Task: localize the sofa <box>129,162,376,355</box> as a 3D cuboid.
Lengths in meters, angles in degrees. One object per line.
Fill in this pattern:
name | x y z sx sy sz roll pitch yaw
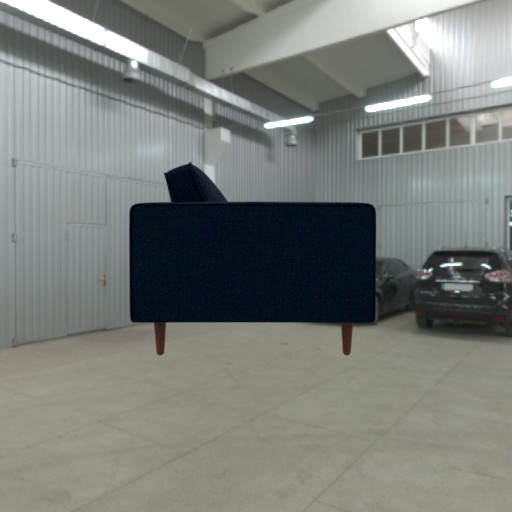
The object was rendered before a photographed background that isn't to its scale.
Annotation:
sofa | 0.000 0.000 2.681 0.914 0.762 2.210 0 1 0
